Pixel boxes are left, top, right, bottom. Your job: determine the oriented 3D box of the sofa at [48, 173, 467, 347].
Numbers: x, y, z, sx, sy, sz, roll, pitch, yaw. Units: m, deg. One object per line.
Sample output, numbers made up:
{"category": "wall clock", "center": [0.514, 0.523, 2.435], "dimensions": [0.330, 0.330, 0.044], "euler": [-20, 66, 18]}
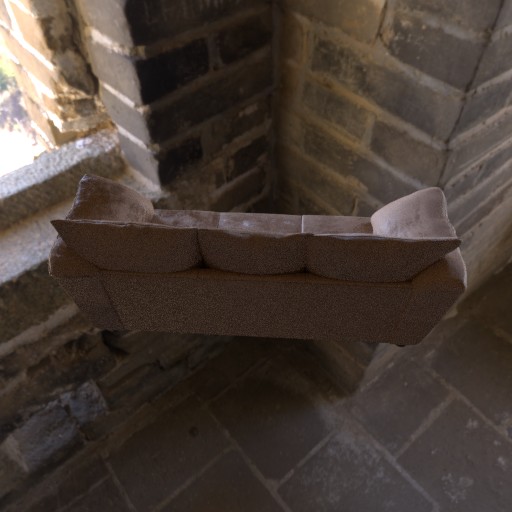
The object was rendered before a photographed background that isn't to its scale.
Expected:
{"category": "sofa", "center": [0.000, 0.000, 2.840], "dimensions": [2.377, 0.981, 0.893], "euler": [2, 46, 2]}
